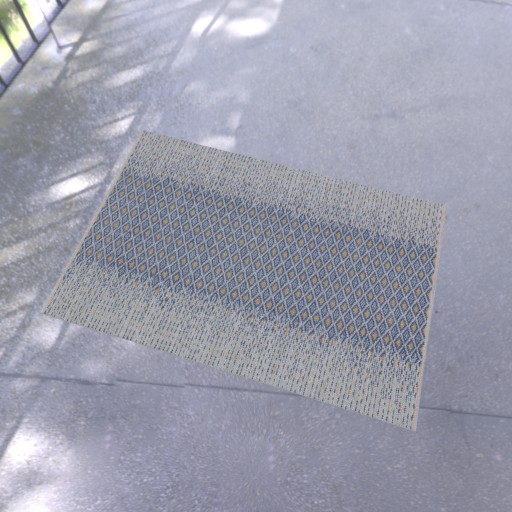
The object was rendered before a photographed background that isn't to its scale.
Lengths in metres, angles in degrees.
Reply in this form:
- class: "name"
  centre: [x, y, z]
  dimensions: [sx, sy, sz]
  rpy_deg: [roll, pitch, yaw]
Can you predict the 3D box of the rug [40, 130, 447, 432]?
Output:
- class: "rug"
  centre: [0.000, 0.000, 2.301]
  dimensions: [1.828, 0.005, 1.219]
  rpy_deg: [16, 64, 8]
